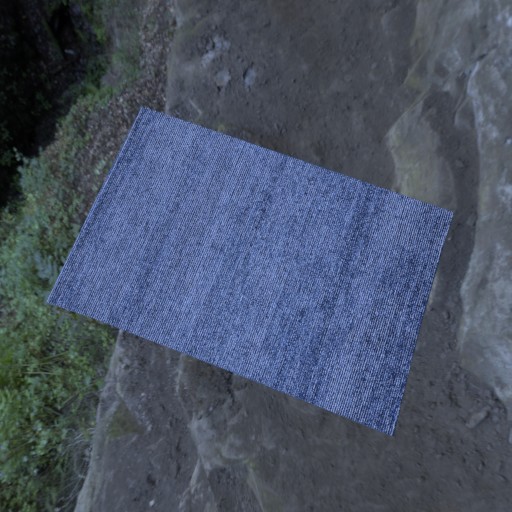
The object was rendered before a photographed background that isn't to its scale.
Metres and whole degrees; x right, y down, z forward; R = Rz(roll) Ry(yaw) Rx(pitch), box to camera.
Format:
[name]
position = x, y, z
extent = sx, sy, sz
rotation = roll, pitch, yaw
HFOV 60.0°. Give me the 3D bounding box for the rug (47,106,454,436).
[rug]
position = 0.000, 0.000, 2.189
extent = 1.740, 0.010, 1.135
rotation = 20, 77, 5
